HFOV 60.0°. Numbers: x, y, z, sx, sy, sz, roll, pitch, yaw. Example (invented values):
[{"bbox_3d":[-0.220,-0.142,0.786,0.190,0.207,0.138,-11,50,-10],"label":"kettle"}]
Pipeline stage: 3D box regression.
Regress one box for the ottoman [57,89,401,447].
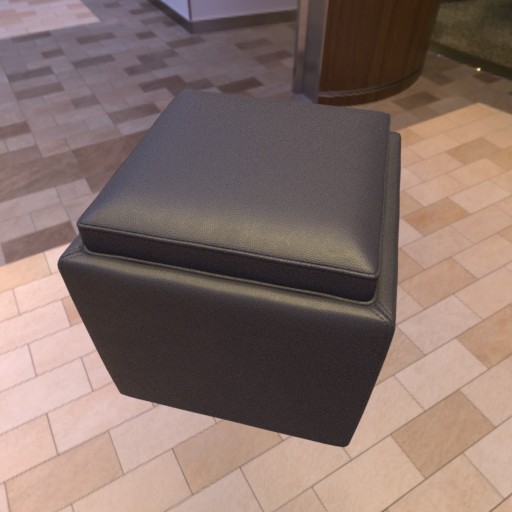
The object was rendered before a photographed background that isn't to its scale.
[{"bbox_3d":[0.000,0.000,0.798,0.450,0.460,0.451,10,47,9],"label":"ottoman"}]
